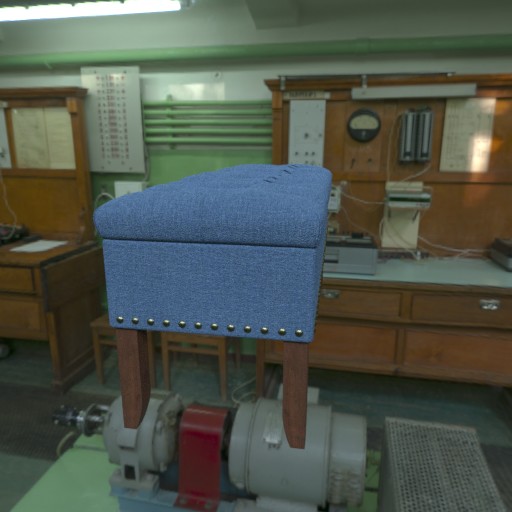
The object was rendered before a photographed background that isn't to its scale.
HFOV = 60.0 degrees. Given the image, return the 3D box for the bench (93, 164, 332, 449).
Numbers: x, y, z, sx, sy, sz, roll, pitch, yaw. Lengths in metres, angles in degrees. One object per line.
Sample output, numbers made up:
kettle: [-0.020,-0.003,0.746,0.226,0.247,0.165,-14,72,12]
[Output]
bench: [0.000,0.000,1.306,0.417,0.492,1.052,3,15,10]
